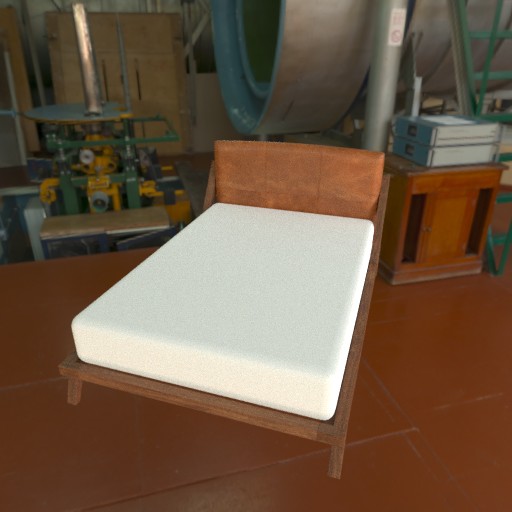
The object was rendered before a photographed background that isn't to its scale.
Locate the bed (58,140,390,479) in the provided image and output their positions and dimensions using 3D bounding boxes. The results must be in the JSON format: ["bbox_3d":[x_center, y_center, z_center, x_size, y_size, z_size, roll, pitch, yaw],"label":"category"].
[{"bbox_3d":[0.000,0.000,3.188,1.651,1.168,2.311,8,27,16],"label":"bed"}]
